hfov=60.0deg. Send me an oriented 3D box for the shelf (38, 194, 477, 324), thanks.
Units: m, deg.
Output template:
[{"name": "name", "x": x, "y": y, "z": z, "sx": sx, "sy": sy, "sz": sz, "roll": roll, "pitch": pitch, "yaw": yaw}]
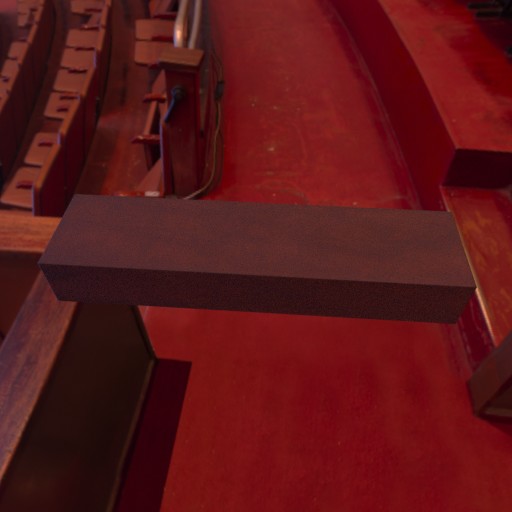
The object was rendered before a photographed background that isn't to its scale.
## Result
[{"name": "shelf", "x": 0.000, "y": 0.000, "z": 0.694, "sx": 0.607, "sy": 0.088, "sz": 0.152, "roll": 3, "pitch": 48, "yaw": 3}]
